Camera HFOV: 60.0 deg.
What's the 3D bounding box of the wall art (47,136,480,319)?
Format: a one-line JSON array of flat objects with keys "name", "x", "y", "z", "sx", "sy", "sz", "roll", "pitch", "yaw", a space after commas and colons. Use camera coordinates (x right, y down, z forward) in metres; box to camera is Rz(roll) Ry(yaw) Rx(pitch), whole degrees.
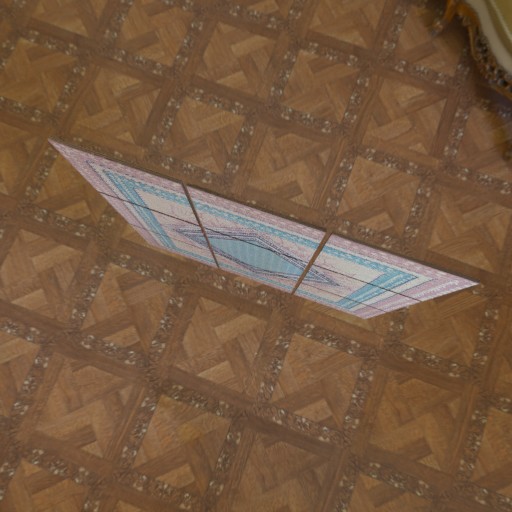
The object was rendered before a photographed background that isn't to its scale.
[{"name": "wall art", "x": 0.000, "y": 0.000, "z": 2.225, "sx": 1.527, "sy": 1.525, "sz": 0.014, "roll": 19, "pitch": 78, "yaw": 4}]
